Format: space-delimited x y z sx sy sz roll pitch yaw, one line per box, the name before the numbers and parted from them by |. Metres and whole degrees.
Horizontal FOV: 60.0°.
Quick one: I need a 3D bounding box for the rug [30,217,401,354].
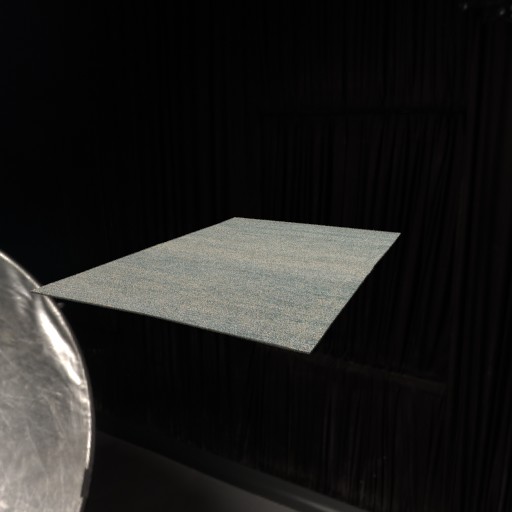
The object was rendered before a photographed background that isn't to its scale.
rug | 0.000 0.000 5.383 2.802 0.052 4.078 8 18 25
